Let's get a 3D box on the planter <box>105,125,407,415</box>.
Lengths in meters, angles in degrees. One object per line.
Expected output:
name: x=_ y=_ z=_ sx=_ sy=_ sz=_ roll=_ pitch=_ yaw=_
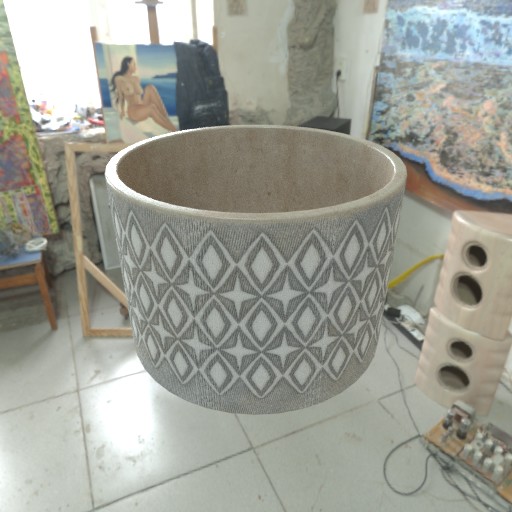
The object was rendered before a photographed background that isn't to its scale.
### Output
planter: x=0.000 y=0.000 z=0.282 sx=0.164 sy=0.127 sz=0.164 roll=0 pitch=29 yaw=0
